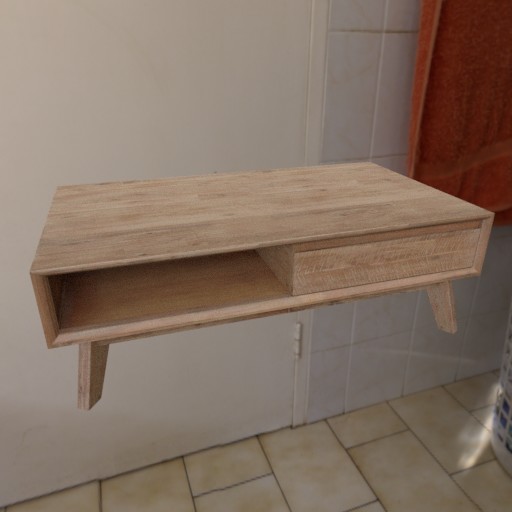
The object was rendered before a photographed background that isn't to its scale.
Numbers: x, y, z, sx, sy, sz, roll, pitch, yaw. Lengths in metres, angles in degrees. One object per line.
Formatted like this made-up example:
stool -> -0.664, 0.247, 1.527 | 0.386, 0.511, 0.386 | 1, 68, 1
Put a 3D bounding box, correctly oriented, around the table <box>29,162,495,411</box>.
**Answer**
table -> 0.000, 0.000, 1.966 | 1.619, 0.531, 0.918 | -8, 26, -16
